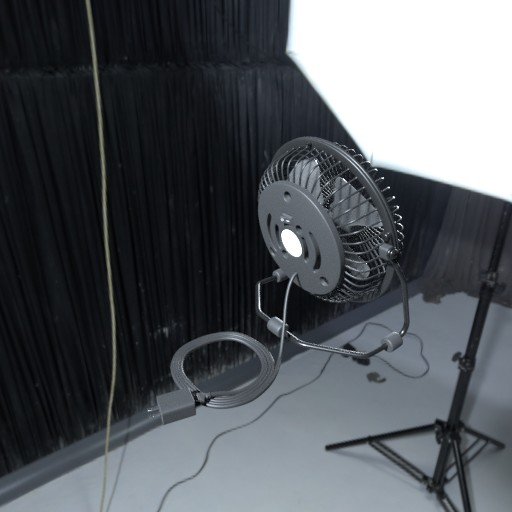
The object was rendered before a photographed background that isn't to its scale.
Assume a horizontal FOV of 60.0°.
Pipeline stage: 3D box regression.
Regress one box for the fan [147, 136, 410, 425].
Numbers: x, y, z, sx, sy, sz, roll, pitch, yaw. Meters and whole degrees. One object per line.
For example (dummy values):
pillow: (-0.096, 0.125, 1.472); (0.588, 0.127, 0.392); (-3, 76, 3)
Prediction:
fan: (0.000, 0.000, 0.314); (0.202, 0.152, 0.153); (-18, 31, -32)
